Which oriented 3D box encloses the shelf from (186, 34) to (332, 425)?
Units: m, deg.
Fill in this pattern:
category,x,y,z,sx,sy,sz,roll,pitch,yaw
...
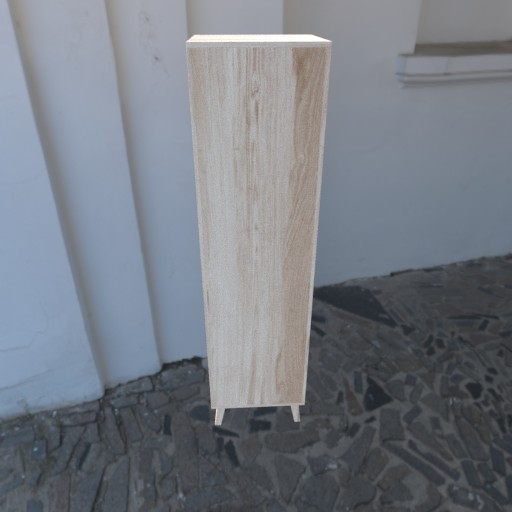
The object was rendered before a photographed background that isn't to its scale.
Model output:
category,x,y,z,sx,sy,sz,roll,pitch,yaw
shelf,0.000,0.000,2.216,0.510,1.960,0.450,-2,29,-3
